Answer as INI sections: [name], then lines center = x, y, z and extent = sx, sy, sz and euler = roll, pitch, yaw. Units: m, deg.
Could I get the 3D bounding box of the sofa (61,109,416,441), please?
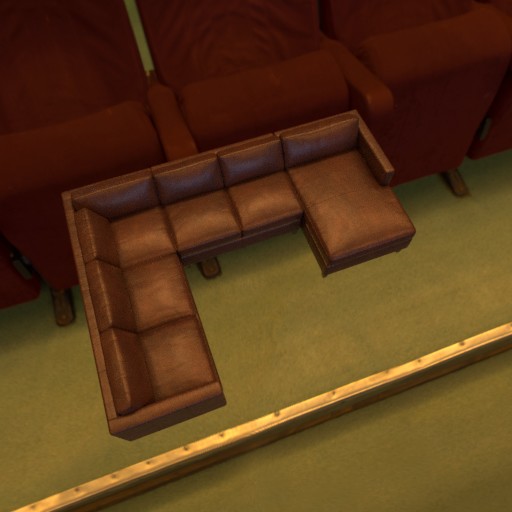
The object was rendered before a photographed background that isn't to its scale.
[sofa]
center = 0.000, 0.000, 4.489
extent = 3.324, 0.891, 2.452
euler = -18, 64, -9
